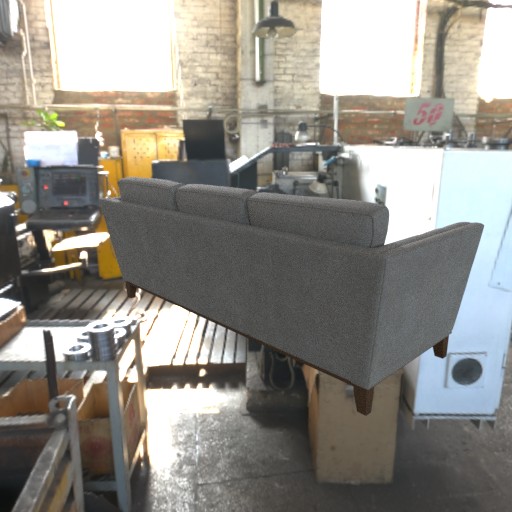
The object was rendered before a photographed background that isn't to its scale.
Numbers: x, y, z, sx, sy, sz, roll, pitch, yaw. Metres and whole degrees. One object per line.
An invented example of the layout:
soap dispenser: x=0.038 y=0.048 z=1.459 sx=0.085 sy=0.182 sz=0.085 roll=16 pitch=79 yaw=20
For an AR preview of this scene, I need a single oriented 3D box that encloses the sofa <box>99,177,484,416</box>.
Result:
sofa: x=0.000 y=0.000 z=2.854 sx=0.965 sy=0.940 sz=2.387 roll=-13 pitch=20 yaw=-42
